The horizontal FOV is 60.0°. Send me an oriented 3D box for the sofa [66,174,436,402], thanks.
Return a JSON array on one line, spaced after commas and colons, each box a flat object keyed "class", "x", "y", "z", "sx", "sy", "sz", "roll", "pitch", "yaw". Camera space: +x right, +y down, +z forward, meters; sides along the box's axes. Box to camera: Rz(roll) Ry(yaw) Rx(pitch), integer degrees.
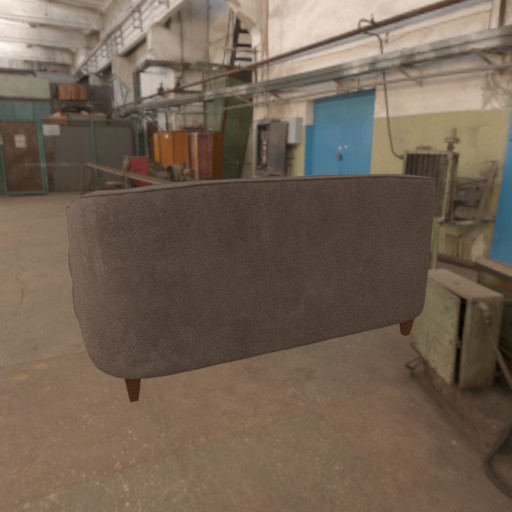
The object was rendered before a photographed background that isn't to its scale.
[{"class": "sofa", "x": 0.000, "y": 0.000, "z": 2.256, "sx": 1.733, "sy": 0.855, "sz": 0.941, "roll": -7, "pitch": 16, "yaw": -25}]
